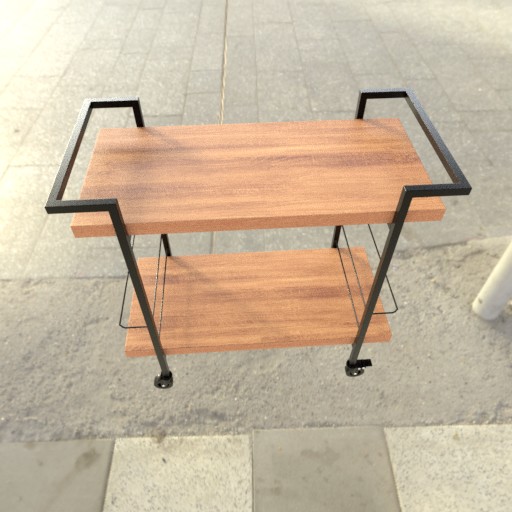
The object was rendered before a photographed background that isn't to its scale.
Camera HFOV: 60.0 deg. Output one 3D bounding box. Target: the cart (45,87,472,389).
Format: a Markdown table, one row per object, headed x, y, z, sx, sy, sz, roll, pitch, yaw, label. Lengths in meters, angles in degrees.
| x | y | z | sx | sy | sz | roll | pitch | yaw | label |
| --- | --- | --- | --- | --- | --- | --- | --- | --- | --- |
| 0.000 | 0.000 | 1.246 | 0.806 | 0.762 | 0.406 | -3 | 48 | -3 | cart |
